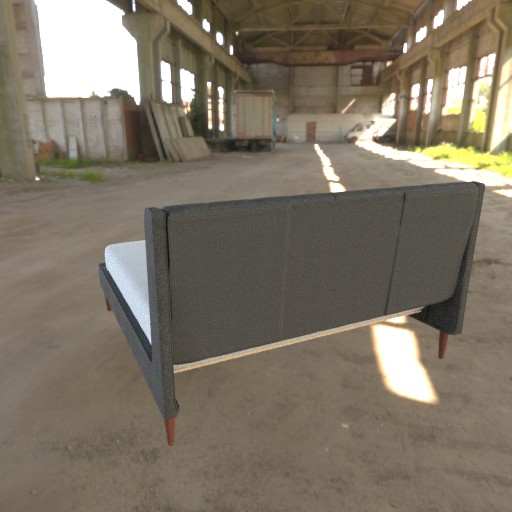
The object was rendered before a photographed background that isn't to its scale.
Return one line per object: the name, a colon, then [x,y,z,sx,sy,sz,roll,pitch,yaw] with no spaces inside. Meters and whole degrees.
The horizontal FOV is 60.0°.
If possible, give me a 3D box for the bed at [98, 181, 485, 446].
bed: [0.000,0.000,2.510,1.531,0.933,1.638,-8,18,-26]
